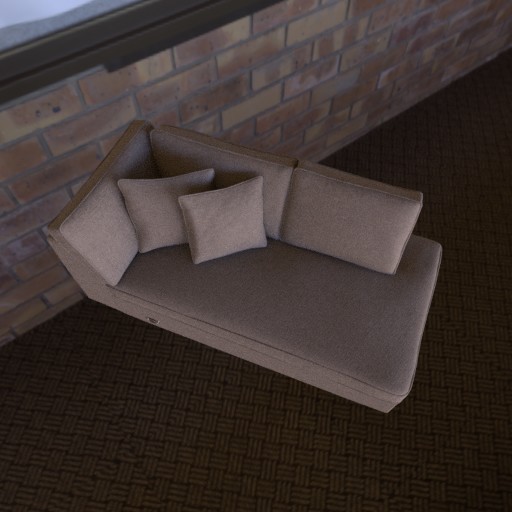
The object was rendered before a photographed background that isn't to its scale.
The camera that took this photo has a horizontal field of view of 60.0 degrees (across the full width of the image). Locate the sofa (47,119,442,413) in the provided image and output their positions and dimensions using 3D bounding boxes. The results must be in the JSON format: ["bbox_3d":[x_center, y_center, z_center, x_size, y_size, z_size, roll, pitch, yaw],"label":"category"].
[{"bbox_3d":[0.000,0.000,2.861,2.237,1.033,1.110,18,60,11],"label":"sofa"}]
